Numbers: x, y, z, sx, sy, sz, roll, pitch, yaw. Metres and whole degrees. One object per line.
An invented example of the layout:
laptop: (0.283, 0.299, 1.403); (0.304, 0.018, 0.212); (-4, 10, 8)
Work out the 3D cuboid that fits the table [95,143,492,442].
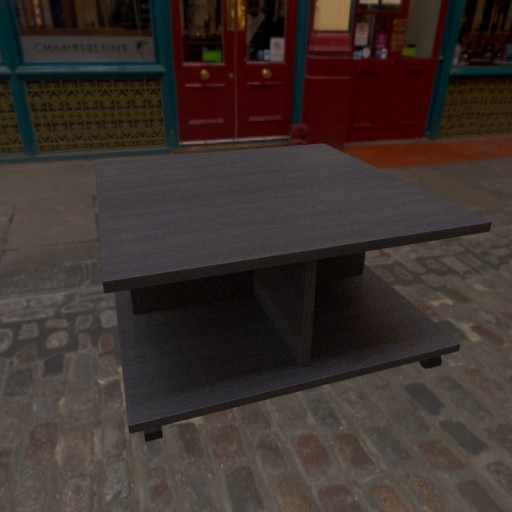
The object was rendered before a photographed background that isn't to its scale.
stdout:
table: (0.000, 0.000, 1.207); (0.762, 0.396, 0.762); (-9, 28, -17)
